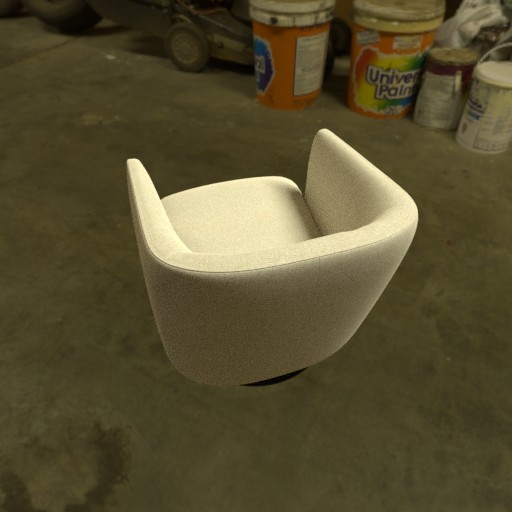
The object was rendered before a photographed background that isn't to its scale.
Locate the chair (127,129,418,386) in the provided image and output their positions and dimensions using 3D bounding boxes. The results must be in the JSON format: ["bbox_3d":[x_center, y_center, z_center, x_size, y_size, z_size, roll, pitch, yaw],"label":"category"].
[{"bbox_3d":[0.000,0.000,1.672,0.822,0.861,0.986,-12,44,-13],"label":"chair"}]
